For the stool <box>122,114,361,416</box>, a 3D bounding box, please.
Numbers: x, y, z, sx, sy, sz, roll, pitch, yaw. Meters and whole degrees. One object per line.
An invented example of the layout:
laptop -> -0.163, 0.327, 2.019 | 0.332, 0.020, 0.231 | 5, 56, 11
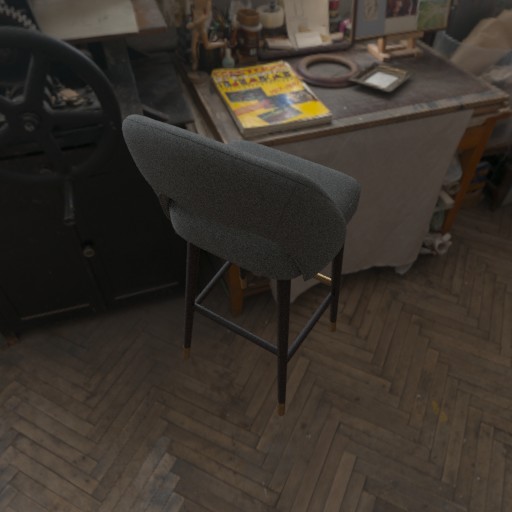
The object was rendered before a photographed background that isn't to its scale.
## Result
stool -> 0.000, 0.000, 1.387 | 0.536, 1.089, 0.524 | 24, 51, 21
